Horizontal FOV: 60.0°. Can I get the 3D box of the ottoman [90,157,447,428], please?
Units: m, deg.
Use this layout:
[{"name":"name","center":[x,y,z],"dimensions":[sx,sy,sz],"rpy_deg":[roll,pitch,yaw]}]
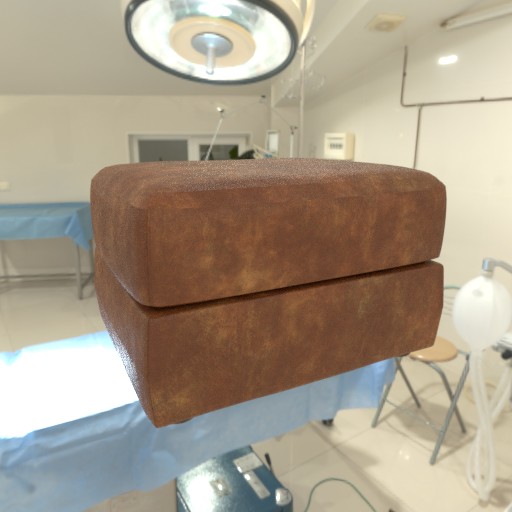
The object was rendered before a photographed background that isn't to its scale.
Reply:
[{"name":"ottoman","center":[0.000,0.000,1.142],"dimensions":[0.751,0.476,0.603],"rpy_deg":[-8,17,-26]}]
